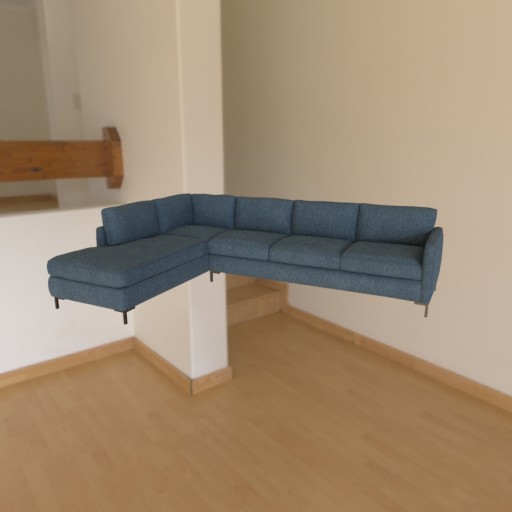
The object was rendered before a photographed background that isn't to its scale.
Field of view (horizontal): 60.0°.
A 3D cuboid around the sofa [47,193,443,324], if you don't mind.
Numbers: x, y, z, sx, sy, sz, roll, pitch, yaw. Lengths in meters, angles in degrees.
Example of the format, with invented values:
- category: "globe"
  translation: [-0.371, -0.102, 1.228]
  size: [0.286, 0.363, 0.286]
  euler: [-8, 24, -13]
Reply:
- category: "sofa"
  translation: [0.000, 0.000, 3.909]
  size: [2.949, 0.815, 2.007]
  euler: [7, 16, 25]
